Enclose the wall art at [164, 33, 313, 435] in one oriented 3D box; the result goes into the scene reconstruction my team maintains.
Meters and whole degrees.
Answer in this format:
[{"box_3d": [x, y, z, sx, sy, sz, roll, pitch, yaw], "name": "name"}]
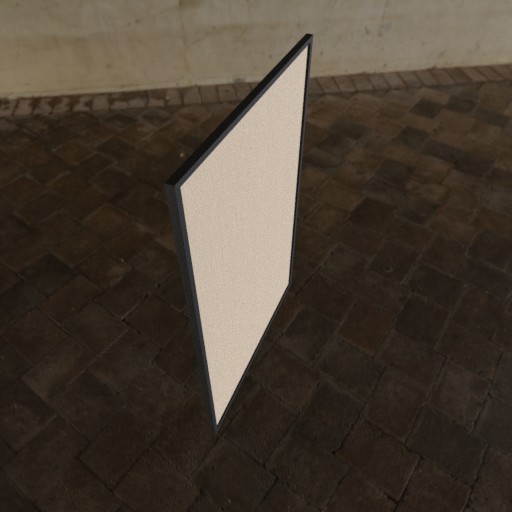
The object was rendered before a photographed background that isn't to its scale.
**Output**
[{"box_3d": [0.000, 0.000, 0.848, 0.013, 0.657, 0.457, 18, 49, 16], "name": "wall art"}]
